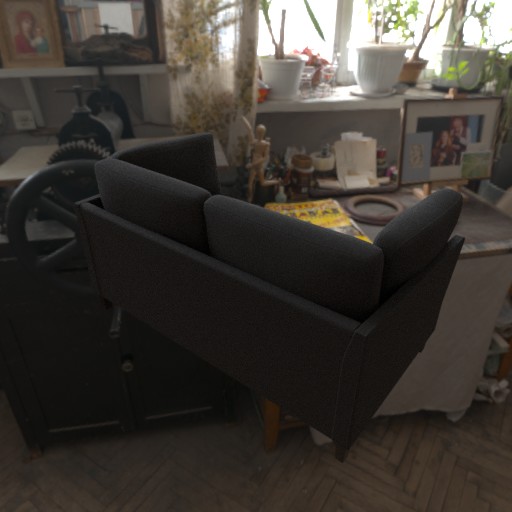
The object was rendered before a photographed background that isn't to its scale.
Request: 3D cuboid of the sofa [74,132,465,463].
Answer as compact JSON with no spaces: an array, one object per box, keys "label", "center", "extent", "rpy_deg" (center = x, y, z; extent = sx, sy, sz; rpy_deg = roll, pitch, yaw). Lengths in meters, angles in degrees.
[{"label":"sofa","center":[0.000,0.000,2.312],"extent":[1.751,0.920,0.969],"rpy_deg":[22,37,33]}]
